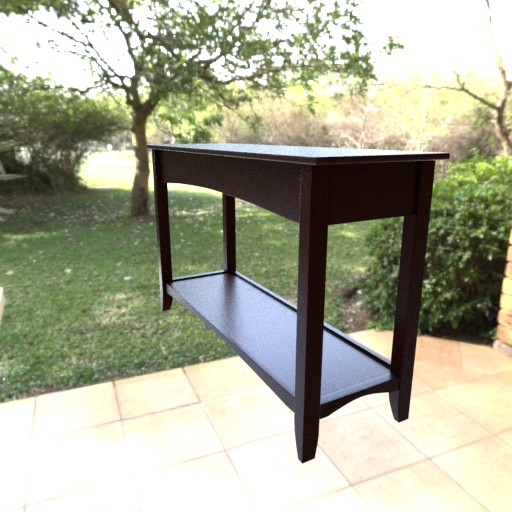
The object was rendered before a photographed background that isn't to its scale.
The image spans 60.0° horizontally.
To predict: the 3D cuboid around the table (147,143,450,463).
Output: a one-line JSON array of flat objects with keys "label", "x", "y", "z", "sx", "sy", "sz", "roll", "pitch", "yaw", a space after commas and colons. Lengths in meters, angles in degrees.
[{"label": "table", "x": 0.000, "y": 0.000, "z": 1.552, "sx": 0.392, "sy": 0.739, "sz": 1.188, "roll": -8, "pitch": 18, "yaw": -28}]
